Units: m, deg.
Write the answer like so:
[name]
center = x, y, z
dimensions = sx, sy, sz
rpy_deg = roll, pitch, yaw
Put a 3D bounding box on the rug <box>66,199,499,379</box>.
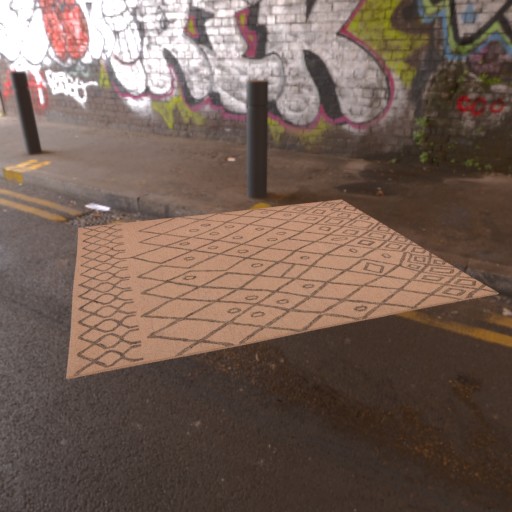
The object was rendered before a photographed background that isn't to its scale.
[rug]
center = 0.000, 0.000, 3.950
dimensions = 3.046, 0.015, 2.446
rpy_deg = -8, 26, -17
